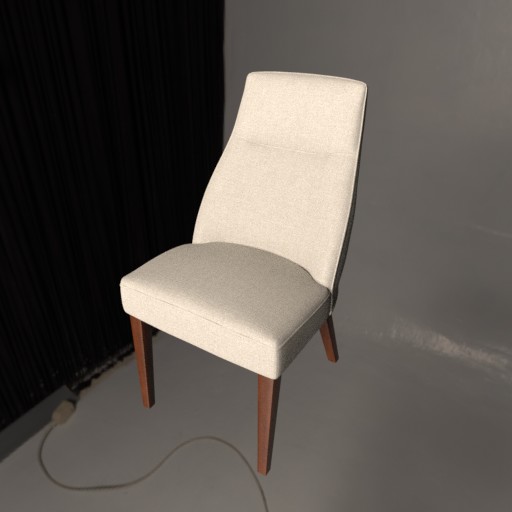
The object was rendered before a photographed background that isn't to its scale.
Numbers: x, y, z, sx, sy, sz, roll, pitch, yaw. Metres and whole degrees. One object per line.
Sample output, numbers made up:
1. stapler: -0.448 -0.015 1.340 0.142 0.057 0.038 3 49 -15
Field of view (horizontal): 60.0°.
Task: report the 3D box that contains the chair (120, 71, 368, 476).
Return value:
1. chair: 0.000 0.000 1.289 0.500 0.930 0.620 17 34 28
